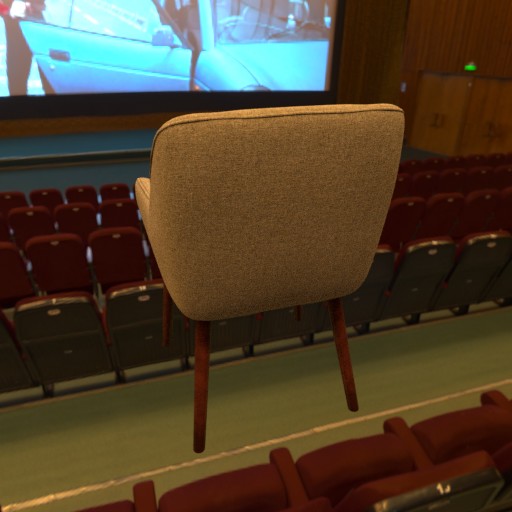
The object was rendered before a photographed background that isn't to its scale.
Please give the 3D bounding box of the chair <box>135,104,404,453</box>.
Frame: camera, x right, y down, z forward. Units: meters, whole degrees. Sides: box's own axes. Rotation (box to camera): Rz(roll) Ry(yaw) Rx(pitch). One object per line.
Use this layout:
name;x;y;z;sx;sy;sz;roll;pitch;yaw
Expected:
chair;0.000;0.000;1.145;0.543;0.803;0.519;-8;28;-16
